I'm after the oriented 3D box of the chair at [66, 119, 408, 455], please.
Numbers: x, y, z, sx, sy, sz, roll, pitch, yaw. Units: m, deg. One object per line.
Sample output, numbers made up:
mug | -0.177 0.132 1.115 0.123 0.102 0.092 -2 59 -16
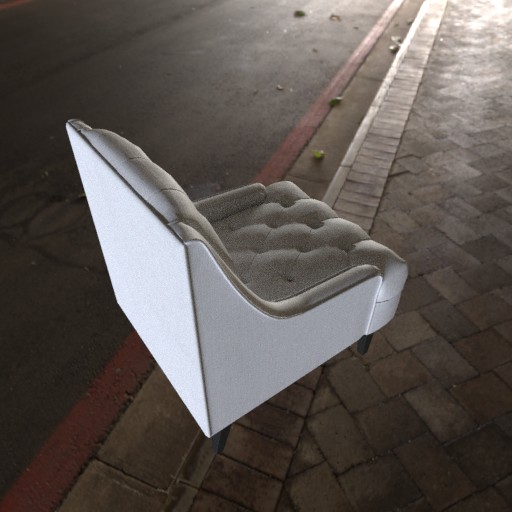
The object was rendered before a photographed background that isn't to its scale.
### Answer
chair | 0.000 0.000 1.403 0.772 0.891 0.658 -25 47 -26
